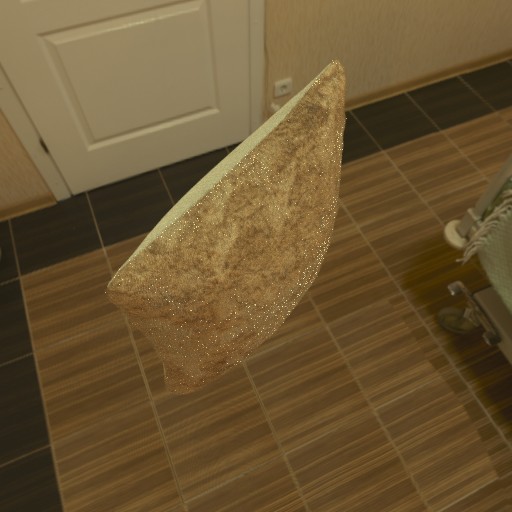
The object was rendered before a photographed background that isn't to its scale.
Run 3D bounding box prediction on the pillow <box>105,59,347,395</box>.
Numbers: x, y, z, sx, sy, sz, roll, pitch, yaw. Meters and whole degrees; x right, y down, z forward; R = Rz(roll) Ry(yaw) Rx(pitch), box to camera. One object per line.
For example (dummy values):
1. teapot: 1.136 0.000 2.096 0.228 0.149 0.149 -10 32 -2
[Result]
1. pillow: 0.000 0.000 0.833 0.216 0.525 0.538 33 64 18
